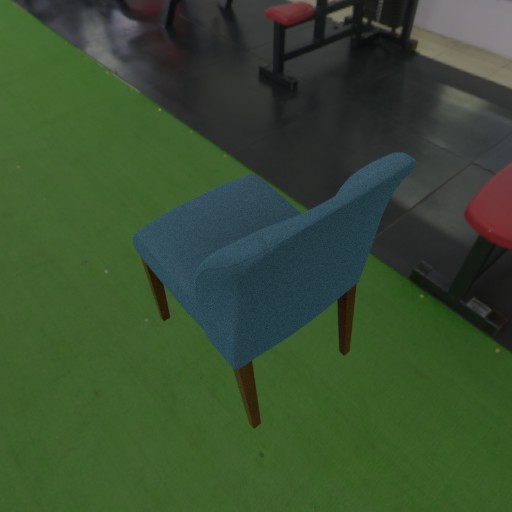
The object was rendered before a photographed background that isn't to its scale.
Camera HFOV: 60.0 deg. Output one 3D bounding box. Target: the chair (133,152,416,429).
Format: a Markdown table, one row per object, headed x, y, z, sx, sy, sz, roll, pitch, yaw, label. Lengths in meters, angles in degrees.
| x | y | z | sx | sy | sz | roll | pitch | yaw | label |
| --- | --- | --- | --- | --- | --- | --- | --- | --- | --- |
| 0.000 | 0.000 | 1.265 | 0.507 | 0.879 | 0.620 | -31 | 55 | -25 | chair |
